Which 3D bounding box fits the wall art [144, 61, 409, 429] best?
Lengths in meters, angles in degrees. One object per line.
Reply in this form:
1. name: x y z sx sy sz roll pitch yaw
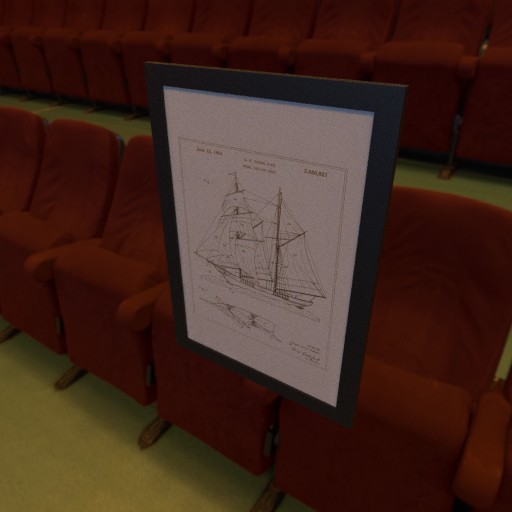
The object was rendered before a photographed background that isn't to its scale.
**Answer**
1. wall art: 0.000 0.000 0.690 0.381 0.534 0.013 18 35 28
